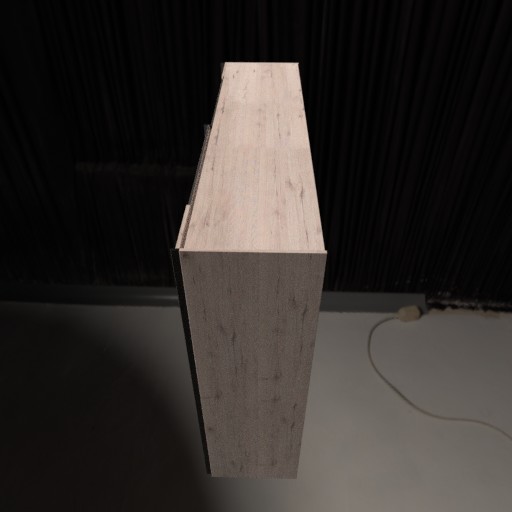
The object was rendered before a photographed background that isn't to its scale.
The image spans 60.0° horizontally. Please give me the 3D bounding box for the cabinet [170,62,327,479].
[{"bbox_3d":[0.000,0.000,3.520,0.660,2.180,2.500,1,41,1],"label":"cabinet"}]
